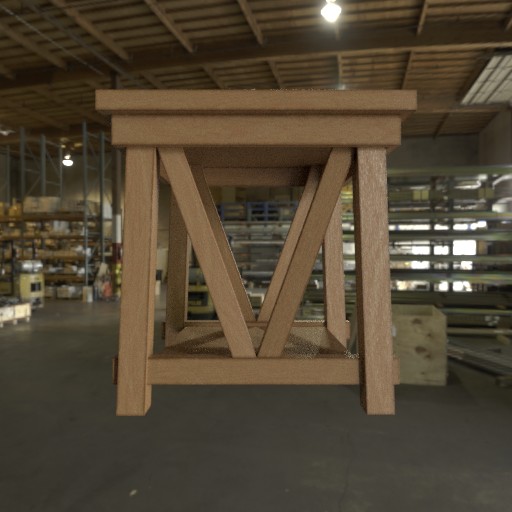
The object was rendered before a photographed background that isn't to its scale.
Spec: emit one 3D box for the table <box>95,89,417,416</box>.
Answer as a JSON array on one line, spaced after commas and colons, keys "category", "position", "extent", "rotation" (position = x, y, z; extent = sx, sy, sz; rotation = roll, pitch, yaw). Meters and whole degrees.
[{"category": "table", "position": [0.000, 0.000, 1.150], "extent": [0.612, 0.638, 0.610], "rotation": [0, 0, 0]}]
